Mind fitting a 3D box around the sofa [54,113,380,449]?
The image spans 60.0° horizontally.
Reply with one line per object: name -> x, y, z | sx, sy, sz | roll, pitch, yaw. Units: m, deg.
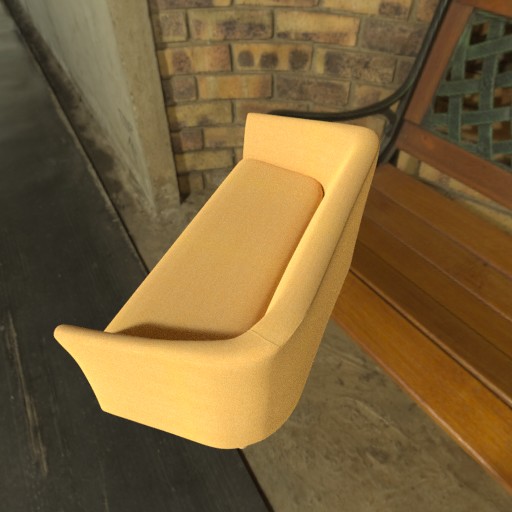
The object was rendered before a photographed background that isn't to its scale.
sofa -> 0.000, 0.000, 1.827 | 0.705, 0.721, 1.452 | 17, 48, 16
